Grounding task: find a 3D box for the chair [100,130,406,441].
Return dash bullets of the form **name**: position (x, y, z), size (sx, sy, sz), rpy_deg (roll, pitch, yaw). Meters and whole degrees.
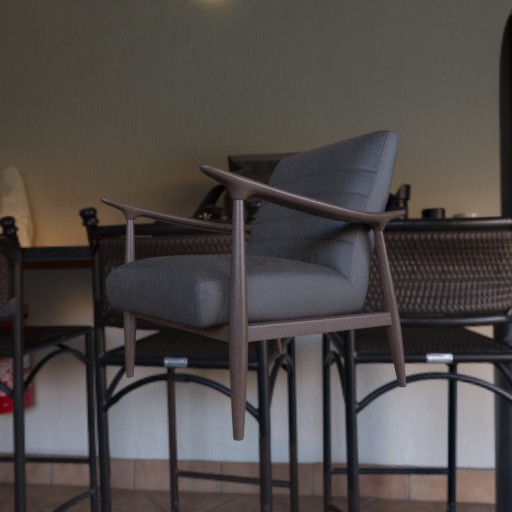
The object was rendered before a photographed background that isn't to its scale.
- **chair**: position (0.000, 0.000, 1.443), size (0.798, 0.831, 0.741), rpy_deg (0, 0, -37)
